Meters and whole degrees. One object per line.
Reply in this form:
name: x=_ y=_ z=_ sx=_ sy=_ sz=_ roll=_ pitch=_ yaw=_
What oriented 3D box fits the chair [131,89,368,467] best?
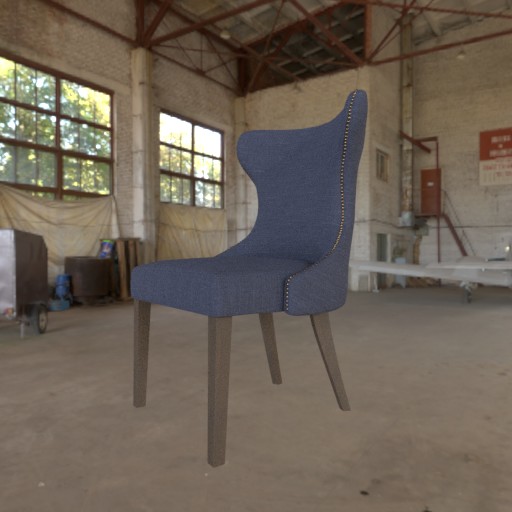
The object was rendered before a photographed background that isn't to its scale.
chair: x=0.000 y=0.000 z=1.402 sx=0.635 sy=0.967 sz=0.628 roll=0 pitch=1 yaw=-36
